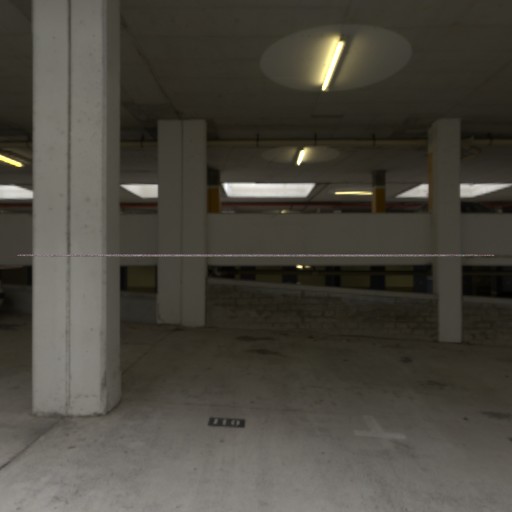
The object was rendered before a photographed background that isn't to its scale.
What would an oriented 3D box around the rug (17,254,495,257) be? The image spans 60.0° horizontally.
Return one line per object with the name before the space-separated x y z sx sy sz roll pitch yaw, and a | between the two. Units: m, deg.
rug | 0.000 0.000 2.306 1.829 0.005 1.219 0 0 0
